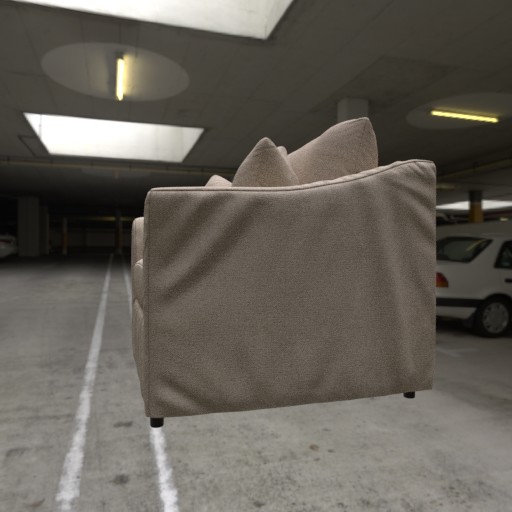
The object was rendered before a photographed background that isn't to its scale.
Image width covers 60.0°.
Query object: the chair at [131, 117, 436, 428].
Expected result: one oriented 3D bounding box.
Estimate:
[{"bbox_3d":[0.000,0.000,2.039,1.071,1.093,1.194,0,0,-18],"label":"chair"}]
